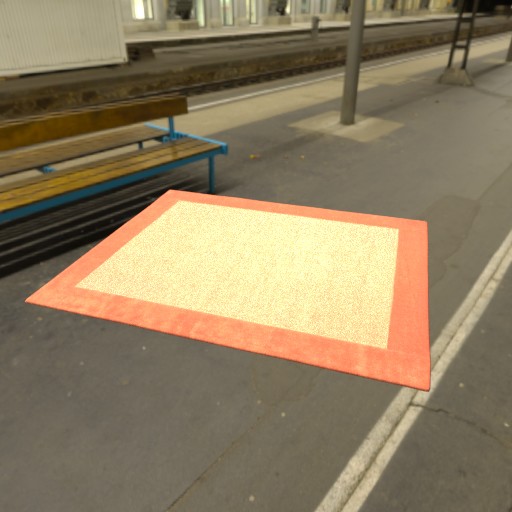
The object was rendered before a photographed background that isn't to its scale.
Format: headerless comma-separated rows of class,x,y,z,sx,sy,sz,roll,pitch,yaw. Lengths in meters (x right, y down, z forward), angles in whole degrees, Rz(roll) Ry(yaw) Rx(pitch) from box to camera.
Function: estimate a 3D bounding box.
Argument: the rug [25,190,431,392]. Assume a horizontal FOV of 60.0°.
rug,0.000,0.000,4.011,2.976,0.018,2.430,9,31,15
